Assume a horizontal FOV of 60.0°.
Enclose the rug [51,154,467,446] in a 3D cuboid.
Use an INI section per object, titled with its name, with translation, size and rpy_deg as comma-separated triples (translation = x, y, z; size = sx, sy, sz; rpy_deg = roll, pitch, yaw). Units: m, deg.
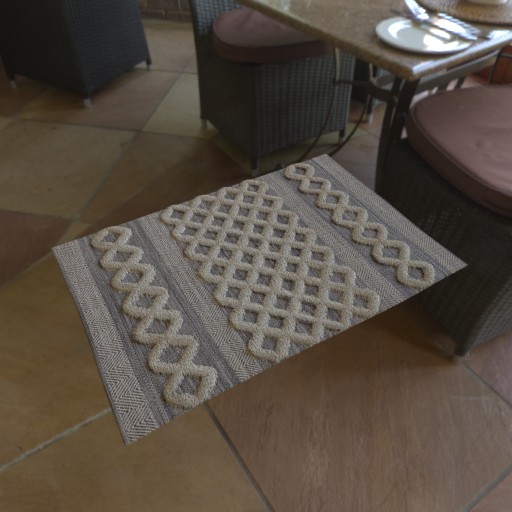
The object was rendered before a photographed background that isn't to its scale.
[rug]
translation = 0.000, 0.000, 2.317
size = 1.823, 0.030, 1.222
rpy_deg = -23, 49, -21
